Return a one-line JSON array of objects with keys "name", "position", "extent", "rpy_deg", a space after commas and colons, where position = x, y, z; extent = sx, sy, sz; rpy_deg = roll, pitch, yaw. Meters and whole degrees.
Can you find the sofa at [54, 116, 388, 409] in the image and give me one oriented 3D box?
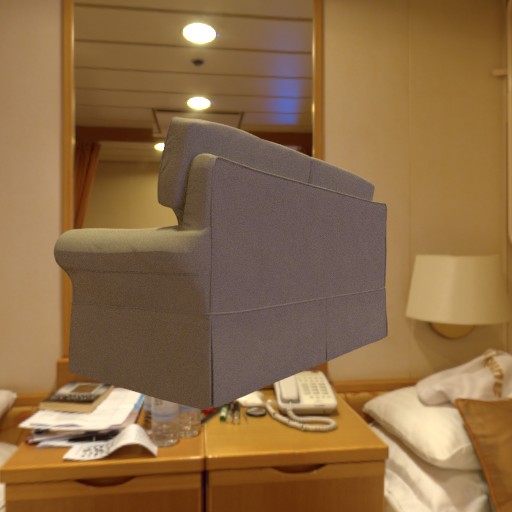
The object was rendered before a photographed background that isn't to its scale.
[{"name": "sofa", "position": [0.000, 0.000, 2.353], "extent": [0.841, 1.024, 1.823], "rpy_deg": [0, 0, 36]}]
